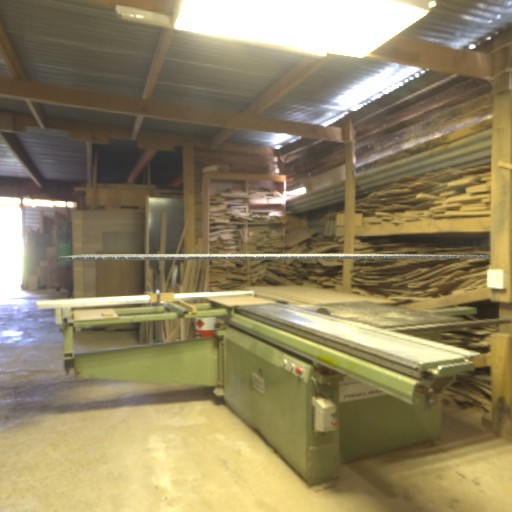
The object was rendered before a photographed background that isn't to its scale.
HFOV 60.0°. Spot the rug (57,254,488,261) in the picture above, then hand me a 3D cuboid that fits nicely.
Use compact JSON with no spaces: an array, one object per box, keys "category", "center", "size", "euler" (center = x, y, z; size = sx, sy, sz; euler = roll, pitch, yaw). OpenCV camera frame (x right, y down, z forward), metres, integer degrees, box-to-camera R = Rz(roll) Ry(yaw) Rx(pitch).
[{"category":"rug","center":[0.000,0.000,2.796],"size":[2.144,0.015,1.543],"euler":[0,1,-18]}]
